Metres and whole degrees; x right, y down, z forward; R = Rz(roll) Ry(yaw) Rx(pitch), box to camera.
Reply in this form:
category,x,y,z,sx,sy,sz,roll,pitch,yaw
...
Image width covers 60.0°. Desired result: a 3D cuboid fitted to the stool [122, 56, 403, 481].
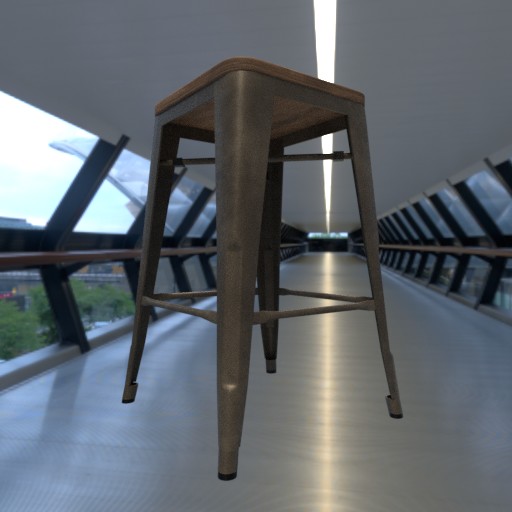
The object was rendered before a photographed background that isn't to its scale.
category,x,y,z,sx,sy,sz,roll,pitch,yaw
stool,0.000,0.000,0.880,0.407,0.607,0.407,0,1,-36
